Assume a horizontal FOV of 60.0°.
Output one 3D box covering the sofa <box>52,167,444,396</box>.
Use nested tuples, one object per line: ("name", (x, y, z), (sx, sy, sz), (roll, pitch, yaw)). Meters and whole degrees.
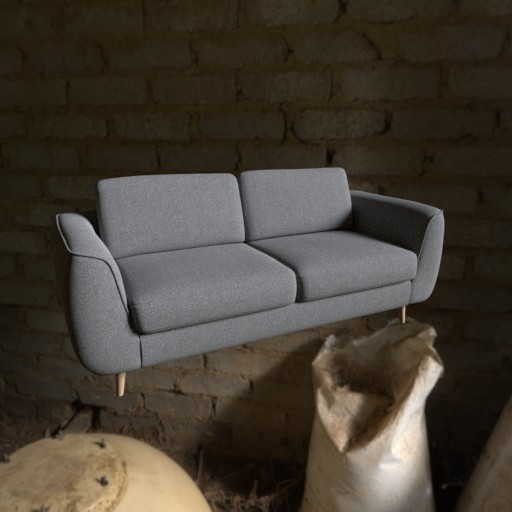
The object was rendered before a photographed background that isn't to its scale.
("sofa", (0.000, 0.000, 2.425), (2.000, 0.870, 0.920), (-8, 18, -26))
